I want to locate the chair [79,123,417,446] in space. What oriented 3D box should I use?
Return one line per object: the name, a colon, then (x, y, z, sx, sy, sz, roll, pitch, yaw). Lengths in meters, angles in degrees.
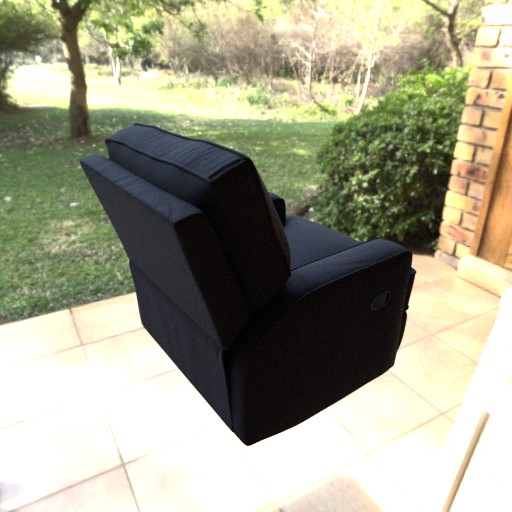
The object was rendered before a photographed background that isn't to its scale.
chair: (0.000, 0.000, 1.650, 0.964, 0.962, 0.861, -17, 31, -32)
